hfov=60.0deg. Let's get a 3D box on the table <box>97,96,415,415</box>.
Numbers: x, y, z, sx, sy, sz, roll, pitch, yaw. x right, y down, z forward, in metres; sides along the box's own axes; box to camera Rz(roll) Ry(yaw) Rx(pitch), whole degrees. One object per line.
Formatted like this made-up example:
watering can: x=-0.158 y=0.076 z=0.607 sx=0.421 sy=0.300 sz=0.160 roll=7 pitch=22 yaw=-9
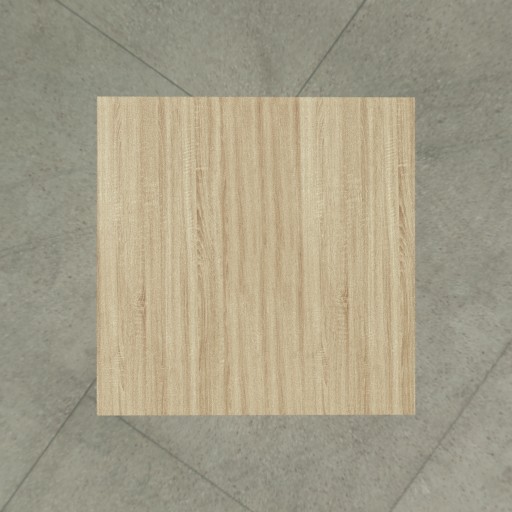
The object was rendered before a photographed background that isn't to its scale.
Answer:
table: x=0.000 y=0.000 z=1.392 sx=0.890 sy=0.305 sz=0.890 roll=0 pitch=90 yaw=0
